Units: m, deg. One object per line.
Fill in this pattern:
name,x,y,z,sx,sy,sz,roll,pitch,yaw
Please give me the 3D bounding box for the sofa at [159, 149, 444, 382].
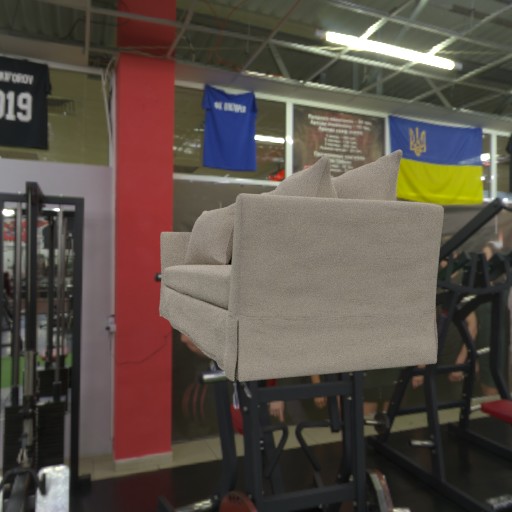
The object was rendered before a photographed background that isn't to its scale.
sofa,0.000,0.000,3.046,1.046,1.047,2.499,0,-1,-19
